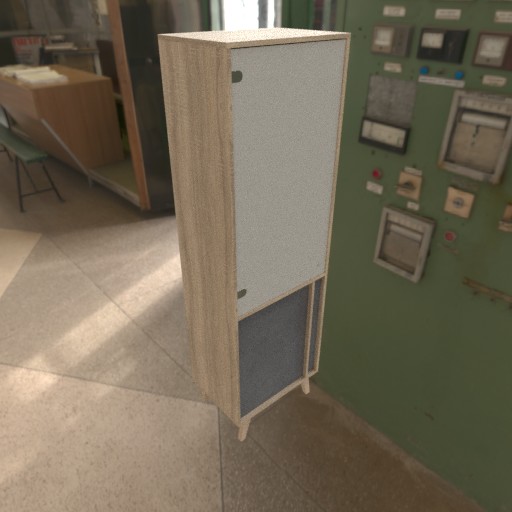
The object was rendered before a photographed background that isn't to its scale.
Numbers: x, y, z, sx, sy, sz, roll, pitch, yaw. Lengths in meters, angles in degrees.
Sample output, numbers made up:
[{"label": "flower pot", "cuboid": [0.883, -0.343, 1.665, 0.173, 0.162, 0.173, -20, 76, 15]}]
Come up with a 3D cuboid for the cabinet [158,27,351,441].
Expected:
[{"label": "cabinet", "cuboid": [0.000, 0.000, 2.059, 0.570, 1.850, 0.400, -24, 38, -34]}]
